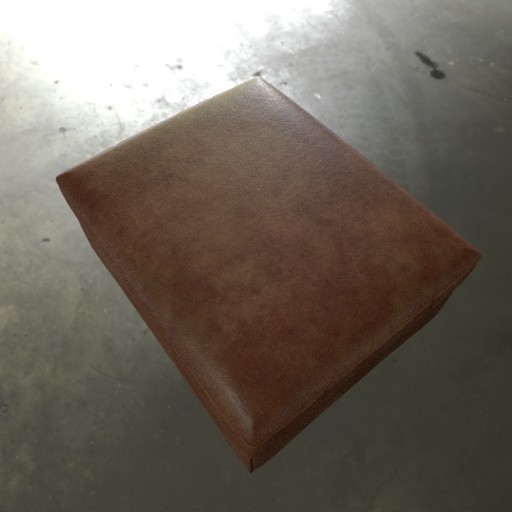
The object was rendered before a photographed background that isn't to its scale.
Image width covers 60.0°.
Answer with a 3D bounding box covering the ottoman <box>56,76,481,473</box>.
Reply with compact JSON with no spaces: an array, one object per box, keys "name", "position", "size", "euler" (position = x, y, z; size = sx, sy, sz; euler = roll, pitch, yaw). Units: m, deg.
[{"name":"ottoman","position":[0.000,0.000,1.735],"size":[0.965,0.667,1.186],"euler":[-34,64,-19]}]
